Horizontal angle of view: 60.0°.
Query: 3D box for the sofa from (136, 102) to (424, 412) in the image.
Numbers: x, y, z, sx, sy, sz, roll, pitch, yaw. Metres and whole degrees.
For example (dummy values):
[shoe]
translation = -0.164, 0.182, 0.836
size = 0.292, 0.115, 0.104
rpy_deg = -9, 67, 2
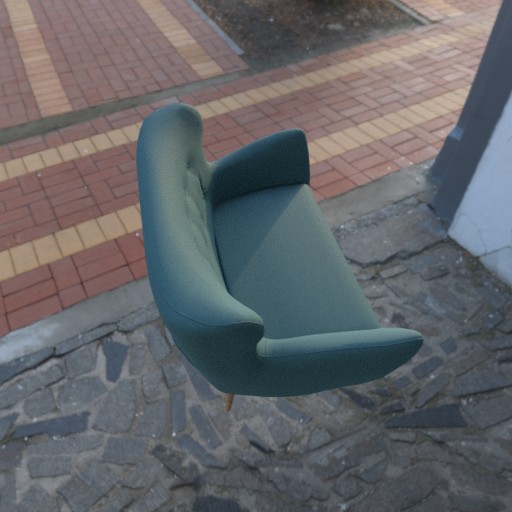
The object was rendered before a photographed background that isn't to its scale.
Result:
[sofa]
translation = 0.000, 0.000, 1.999
size = 0.889, 0.889, 1.397
rpy_deg = -10, 48, -9
